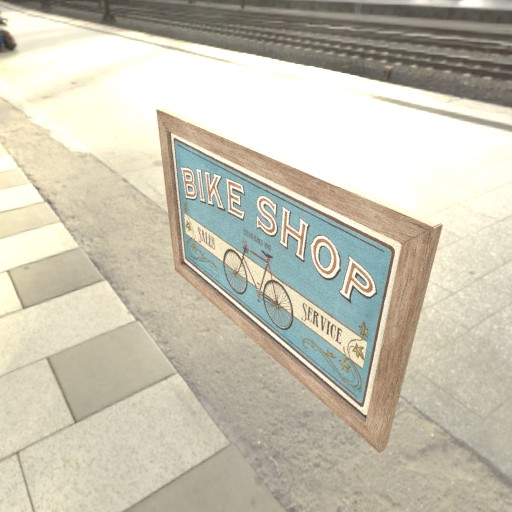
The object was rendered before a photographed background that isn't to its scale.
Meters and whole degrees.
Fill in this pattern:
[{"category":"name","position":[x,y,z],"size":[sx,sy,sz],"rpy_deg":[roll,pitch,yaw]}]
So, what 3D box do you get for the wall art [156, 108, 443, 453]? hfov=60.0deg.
[{"category":"wall art","position":[0.000,0.000,0.968],"size":[0.021,0.480,0.780],"rpy_deg":[-22,39,-31]}]
